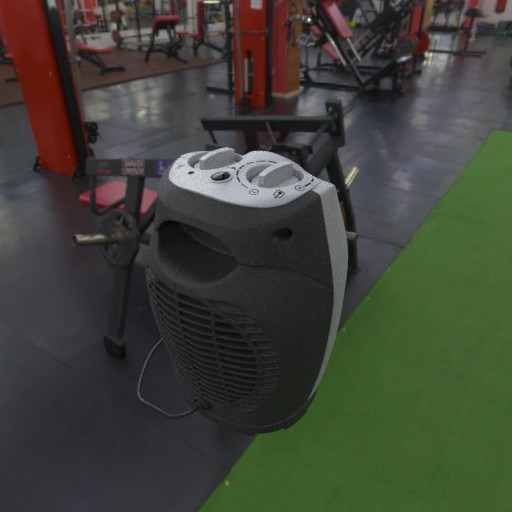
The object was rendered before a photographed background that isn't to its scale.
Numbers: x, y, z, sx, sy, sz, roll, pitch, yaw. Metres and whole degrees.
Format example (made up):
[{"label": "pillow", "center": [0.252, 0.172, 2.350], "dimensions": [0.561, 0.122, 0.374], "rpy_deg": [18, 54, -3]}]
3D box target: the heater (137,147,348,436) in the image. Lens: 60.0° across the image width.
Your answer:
[{"label": "heater", "center": [0.000, 0.000, 0.479], "dimensions": [0.239, 0.255, 0.291], "rpy_deg": [21, 37, 30]}]
